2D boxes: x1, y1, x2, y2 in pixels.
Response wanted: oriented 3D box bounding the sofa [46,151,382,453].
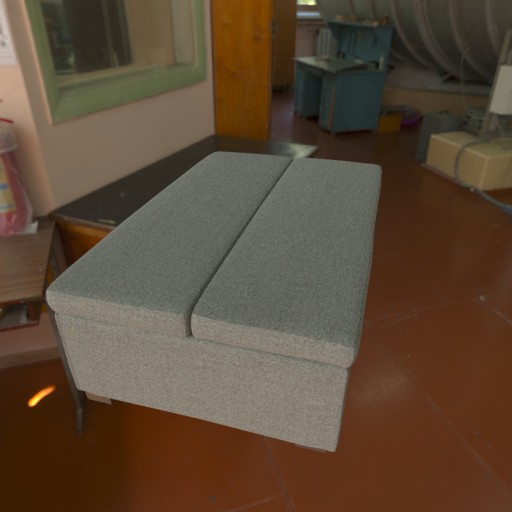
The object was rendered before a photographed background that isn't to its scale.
[{"bbox_3d":[0.000,0.000,1.635,0.817,0.434,1.250,8,31,14],"label":"sofa"}]
